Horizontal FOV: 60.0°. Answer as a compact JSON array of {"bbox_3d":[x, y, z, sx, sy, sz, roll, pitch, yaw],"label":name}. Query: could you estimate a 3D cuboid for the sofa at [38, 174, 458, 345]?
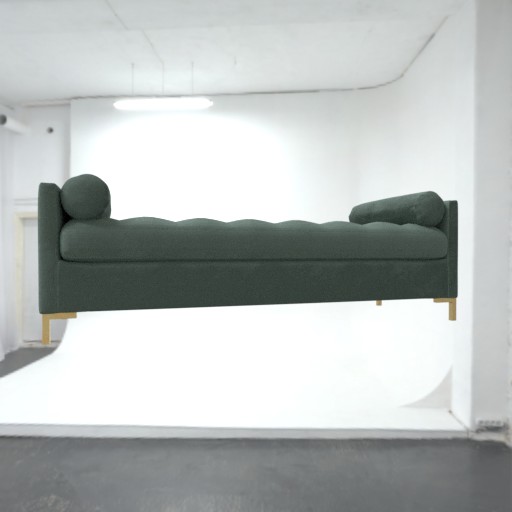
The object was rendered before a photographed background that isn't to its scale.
[{"bbox_3d":[0.000,0.000,2.450,2.102,0.705,0.796,0,1,-18],"label":"sofa"}]
